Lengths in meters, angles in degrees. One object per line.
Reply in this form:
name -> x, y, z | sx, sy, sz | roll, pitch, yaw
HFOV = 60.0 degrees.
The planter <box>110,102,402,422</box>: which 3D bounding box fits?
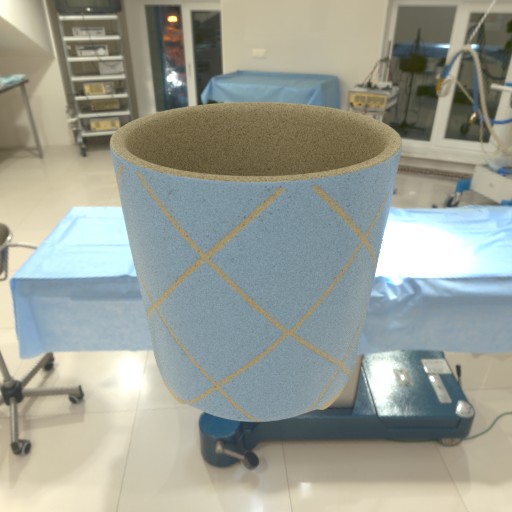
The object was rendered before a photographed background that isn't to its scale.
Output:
planter -> 0.000, 0.000, 0.416 | 0.227, 0.235, 0.227 | 0, 30, 0
